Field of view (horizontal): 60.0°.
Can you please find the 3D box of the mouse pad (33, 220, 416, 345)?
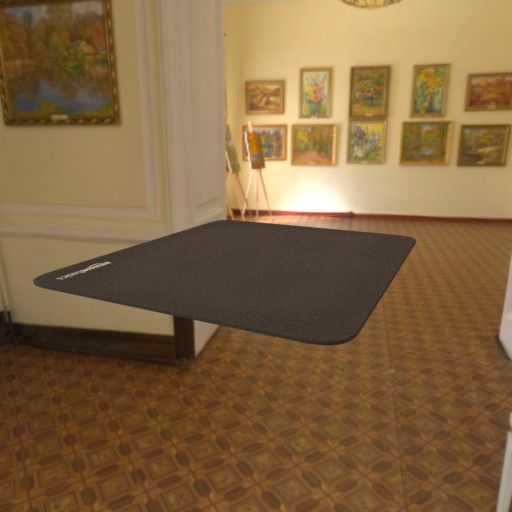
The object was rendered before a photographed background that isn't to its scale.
[{"bbox_3d":[0.000,0.000,0.344,0.211,0.002,0.249,7,17,25],"label":"mouse pad"}]
